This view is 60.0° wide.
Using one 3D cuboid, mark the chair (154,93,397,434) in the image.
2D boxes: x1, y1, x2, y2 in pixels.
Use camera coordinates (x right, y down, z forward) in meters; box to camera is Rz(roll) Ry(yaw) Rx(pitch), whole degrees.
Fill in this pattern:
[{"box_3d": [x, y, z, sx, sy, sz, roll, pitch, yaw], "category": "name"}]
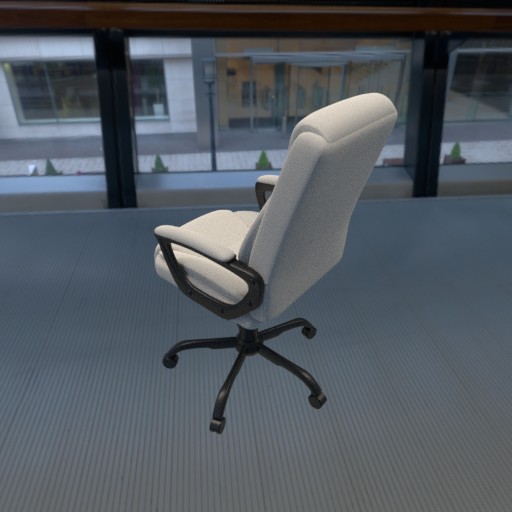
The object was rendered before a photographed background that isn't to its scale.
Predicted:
[{"box_3d": [0.000, 0.000, 1.479, 0.669, 1.065, 0.663, 22, 38, 31], "category": "chair"}]
